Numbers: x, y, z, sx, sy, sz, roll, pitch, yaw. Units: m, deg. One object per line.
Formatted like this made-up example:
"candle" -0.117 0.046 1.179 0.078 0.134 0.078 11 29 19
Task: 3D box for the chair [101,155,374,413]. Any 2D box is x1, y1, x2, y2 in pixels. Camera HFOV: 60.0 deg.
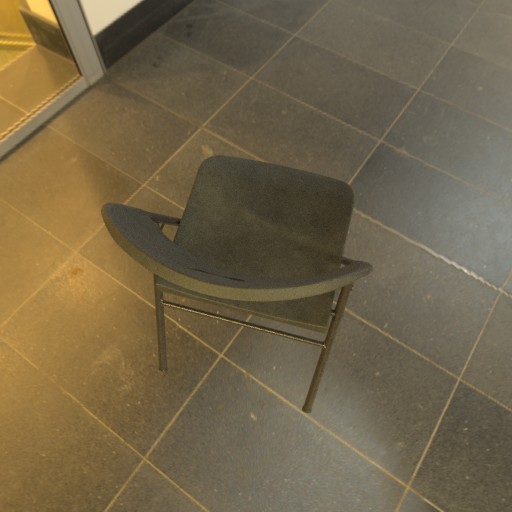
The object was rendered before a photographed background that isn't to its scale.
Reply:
"chair" 0.000 0.000 1.132 0.494 0.810 0.566 14 63 7
